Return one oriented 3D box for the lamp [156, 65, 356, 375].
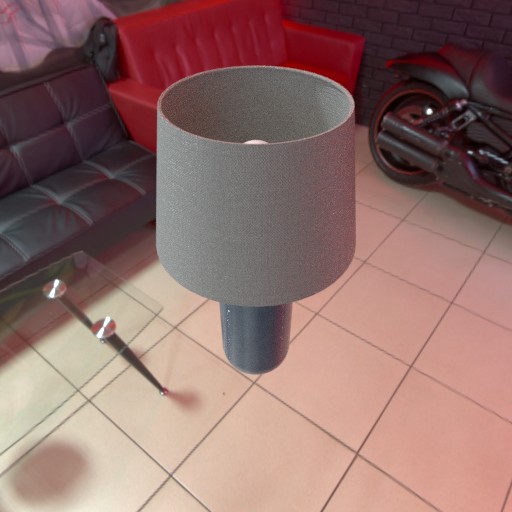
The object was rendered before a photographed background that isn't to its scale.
[{"bbox_3d":[0.000,0.000,0.594,0.253,0.428,0.253,0,41,0],"label":"lamp"}]
